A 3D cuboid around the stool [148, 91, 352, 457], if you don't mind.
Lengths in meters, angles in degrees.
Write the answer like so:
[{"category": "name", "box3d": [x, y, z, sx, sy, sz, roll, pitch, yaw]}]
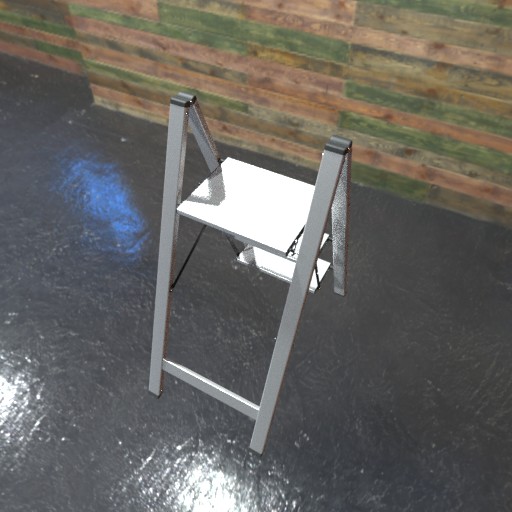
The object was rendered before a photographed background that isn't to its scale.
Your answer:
[{"category": "stool", "box3d": [0.000, 0.000, 1.308, 0.441, 0.902, 0.730, 22, 51, 19]}]
